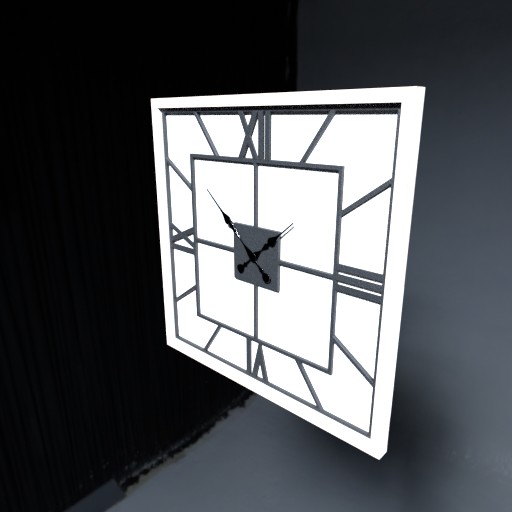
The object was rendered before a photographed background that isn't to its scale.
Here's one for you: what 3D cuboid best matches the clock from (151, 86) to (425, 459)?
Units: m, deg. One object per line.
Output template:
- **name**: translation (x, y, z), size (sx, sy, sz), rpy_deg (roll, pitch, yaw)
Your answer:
- **clock**: translation (0.000, 0.000, 1.028), size (0.705, 0.705, 0.032), rpy_deg (15, 23, 40)
